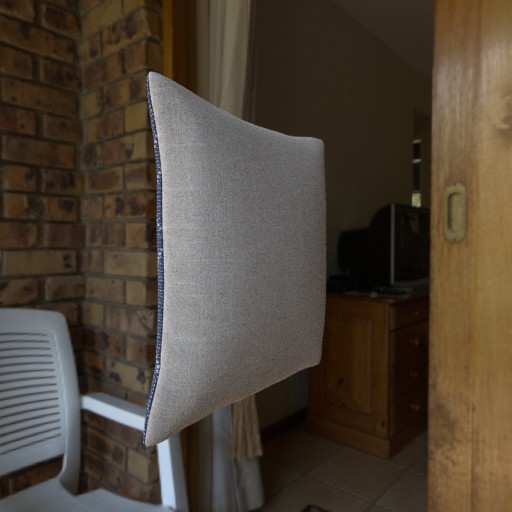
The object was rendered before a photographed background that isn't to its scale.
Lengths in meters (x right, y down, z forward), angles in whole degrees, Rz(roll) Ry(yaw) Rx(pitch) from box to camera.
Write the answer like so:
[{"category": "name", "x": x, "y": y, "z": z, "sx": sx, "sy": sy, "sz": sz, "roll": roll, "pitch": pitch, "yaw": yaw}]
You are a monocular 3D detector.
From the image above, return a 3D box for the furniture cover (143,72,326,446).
[{"category": "furniture cover", "x": 0.000, "y": 0.000, "z": 0.795, "sx": 0.162, "sy": 0.503, "sz": 0.511, "roll": 1, "pitch": 2, "yaw": 35}]
